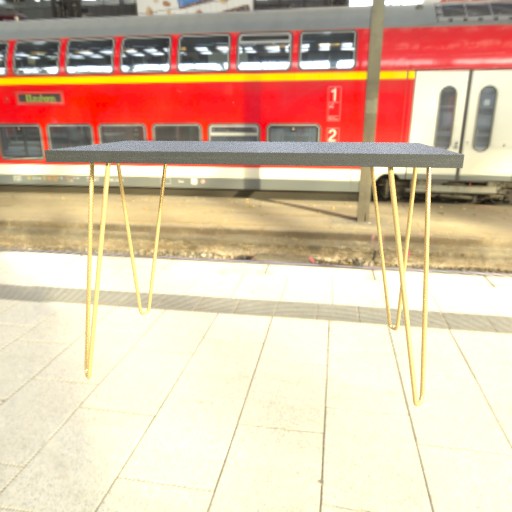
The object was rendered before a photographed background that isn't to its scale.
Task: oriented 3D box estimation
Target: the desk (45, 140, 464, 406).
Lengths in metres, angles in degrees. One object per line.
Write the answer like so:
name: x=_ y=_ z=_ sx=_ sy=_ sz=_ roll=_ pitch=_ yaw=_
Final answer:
desk: x=0.000 y=0.000 z=1.368 sx=0.991 sy=0.660 sz=0.499 roll=2 pitch=17 yaw=8
